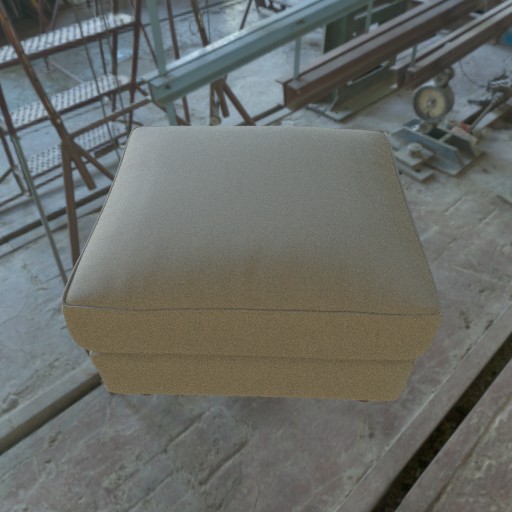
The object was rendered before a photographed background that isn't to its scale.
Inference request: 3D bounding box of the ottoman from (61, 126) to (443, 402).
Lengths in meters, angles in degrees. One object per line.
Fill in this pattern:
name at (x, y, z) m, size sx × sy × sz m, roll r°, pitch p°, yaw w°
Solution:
ottoman at (0.000, 0.000, 1.132) m, size 0.716 × 0.505 × 0.662 m, roll 1°, pitch 47°, yaw 1°
